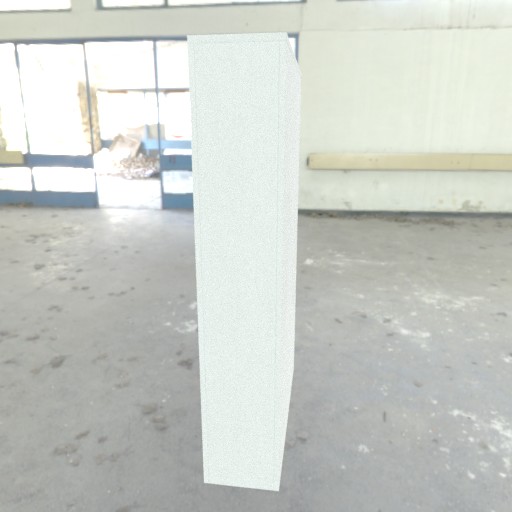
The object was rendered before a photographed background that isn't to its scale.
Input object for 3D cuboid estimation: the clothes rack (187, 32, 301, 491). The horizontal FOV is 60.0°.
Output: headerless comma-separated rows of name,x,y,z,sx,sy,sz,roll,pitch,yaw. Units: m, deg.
clothes rack,0.000,0.000,1.561,0.250,1.280,0.750,2,16,8
